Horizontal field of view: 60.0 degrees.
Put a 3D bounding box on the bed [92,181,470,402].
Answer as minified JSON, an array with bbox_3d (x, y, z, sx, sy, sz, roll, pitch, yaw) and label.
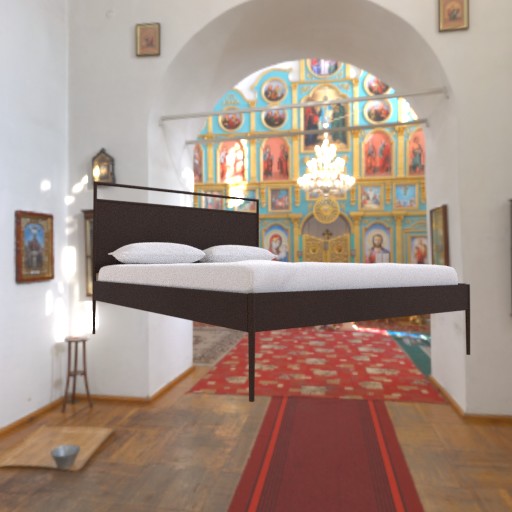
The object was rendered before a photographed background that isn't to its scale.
[{"bbox_3d":[0.000,0.000,3.003,1.572,1.173,2.122,1,-2,-36],"label":"bed"}]
